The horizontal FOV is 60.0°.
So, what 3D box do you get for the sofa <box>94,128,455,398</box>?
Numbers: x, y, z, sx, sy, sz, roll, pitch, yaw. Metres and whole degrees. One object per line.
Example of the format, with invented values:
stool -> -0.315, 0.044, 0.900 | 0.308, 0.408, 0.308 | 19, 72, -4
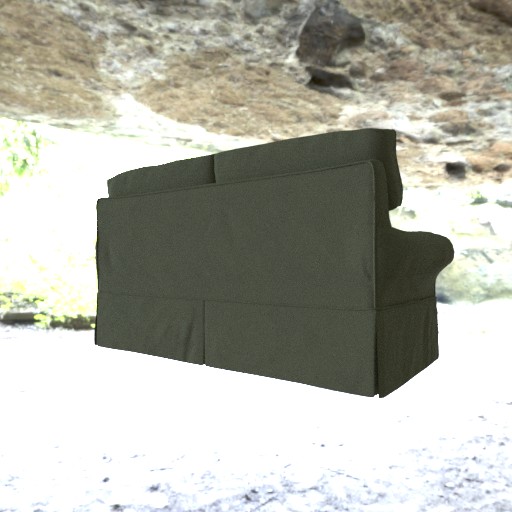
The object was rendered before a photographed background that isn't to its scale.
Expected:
sofa -> 0.000, 0.000, 2.360 | 1.823, 1.024, 0.841 | -1, -1, 36
